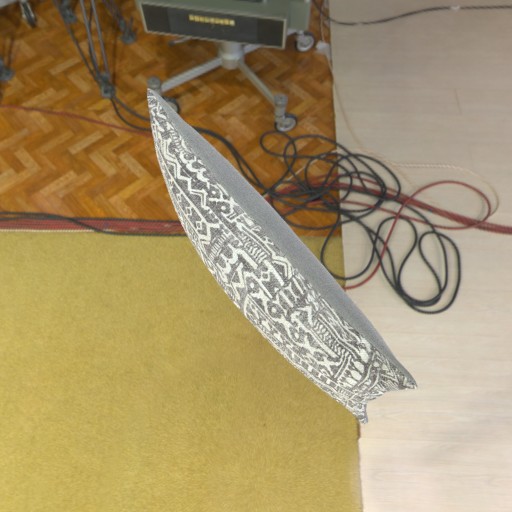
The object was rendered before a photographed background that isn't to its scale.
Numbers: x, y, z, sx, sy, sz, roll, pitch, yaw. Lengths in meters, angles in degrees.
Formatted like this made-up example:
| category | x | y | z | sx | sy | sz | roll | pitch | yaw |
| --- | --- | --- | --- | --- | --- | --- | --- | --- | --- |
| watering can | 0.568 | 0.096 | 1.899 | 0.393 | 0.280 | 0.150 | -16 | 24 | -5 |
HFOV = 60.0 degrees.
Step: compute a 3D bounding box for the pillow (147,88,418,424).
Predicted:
| category | x | y | z | sx | sy | sz | roll | pitch | yaw |
| --- | --- | --- | --- | --- | --- | --- | --- | --- | --- |
| pillow | 0.000 | 0.000 | 0.751 | 0.148 | 0.290 | 0.631 | -34 | 68 | -16 |
